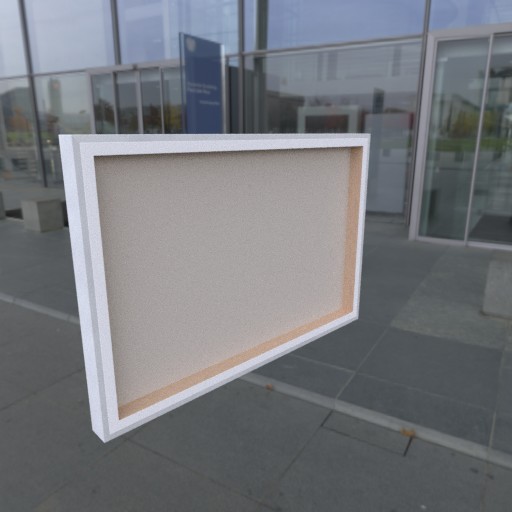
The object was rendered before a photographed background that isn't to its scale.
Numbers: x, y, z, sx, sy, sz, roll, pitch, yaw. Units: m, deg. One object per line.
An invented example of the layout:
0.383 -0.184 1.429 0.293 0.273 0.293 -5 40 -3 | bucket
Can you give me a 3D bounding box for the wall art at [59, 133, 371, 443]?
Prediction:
0.000 0.000 0.768 0.609 0.407 0.038 -14 21 -42 | wall art
